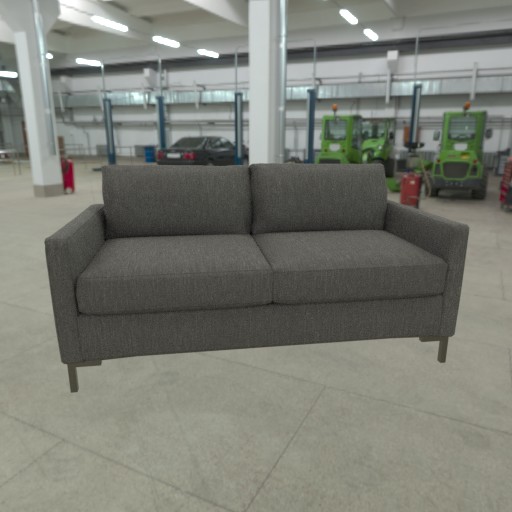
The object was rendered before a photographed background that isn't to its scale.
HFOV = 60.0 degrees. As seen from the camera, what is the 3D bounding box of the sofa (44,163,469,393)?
[{"bbox_3d":[0.000,0.000,2.132,1.682,0.840,0.875,-2,16,-8],"label":"sofa"}]
